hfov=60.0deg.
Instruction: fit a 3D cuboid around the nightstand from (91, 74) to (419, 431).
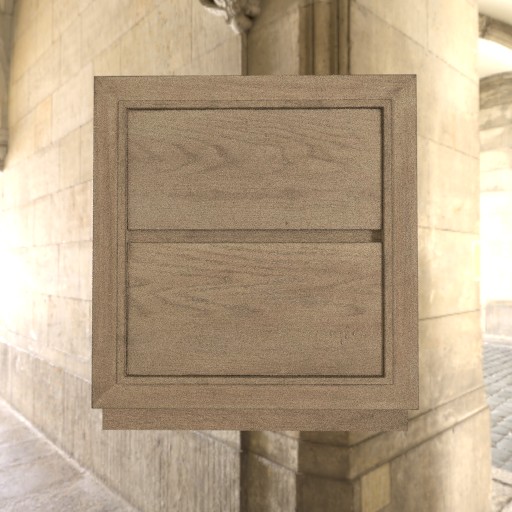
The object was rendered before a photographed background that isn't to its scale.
[{"bbox_3d":[0.000,0.000,1.069,0.612,0.673,0.483,0,-1,1],"label":"nightstand"}]
